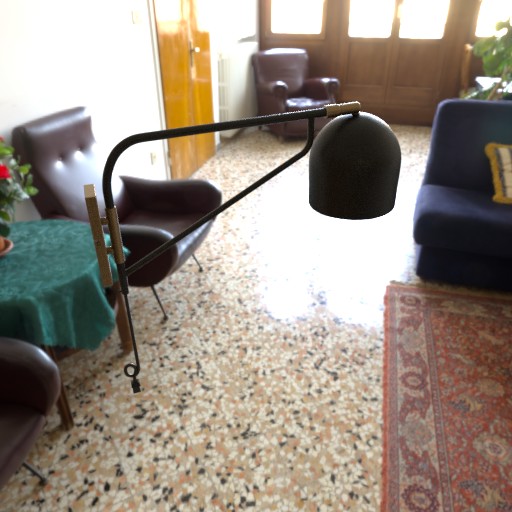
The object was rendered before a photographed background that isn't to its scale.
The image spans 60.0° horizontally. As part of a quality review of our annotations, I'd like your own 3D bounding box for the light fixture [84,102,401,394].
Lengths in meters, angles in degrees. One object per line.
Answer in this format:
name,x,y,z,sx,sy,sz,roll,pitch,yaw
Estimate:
light fixture,0.000,0.000,1.089,0.720,0.696,0.215,-10,32,-17
